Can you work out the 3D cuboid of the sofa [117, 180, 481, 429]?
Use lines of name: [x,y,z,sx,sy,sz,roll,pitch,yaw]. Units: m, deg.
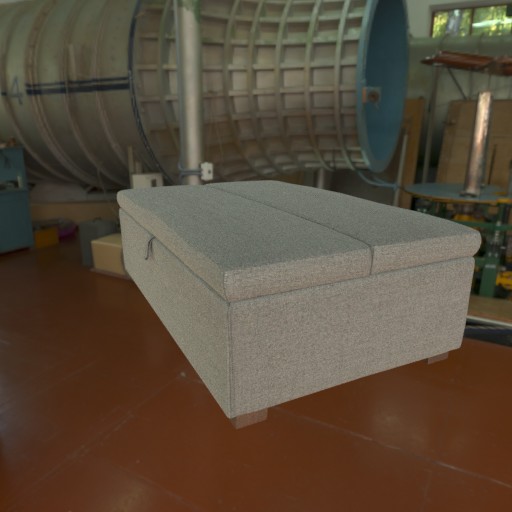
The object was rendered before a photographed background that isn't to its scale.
sofa: [0.000,0.000,1.641,0.817,0.434,1.250,-8,19,-25]
